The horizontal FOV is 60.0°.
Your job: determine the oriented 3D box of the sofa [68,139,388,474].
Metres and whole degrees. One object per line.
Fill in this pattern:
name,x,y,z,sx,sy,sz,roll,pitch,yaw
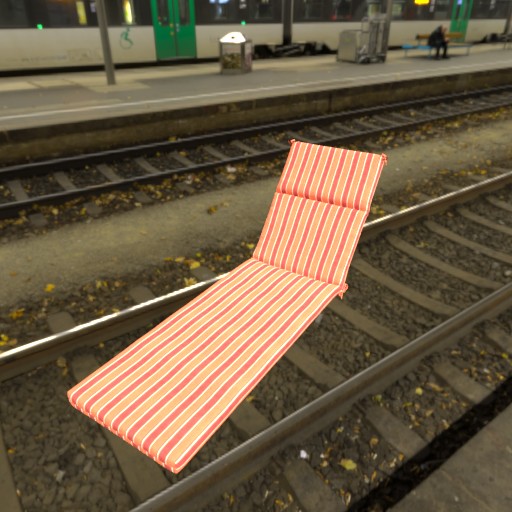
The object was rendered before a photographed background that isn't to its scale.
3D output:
sofa,0.000,0.000,1.919,0.582,0.622,1.663,18,33,29
